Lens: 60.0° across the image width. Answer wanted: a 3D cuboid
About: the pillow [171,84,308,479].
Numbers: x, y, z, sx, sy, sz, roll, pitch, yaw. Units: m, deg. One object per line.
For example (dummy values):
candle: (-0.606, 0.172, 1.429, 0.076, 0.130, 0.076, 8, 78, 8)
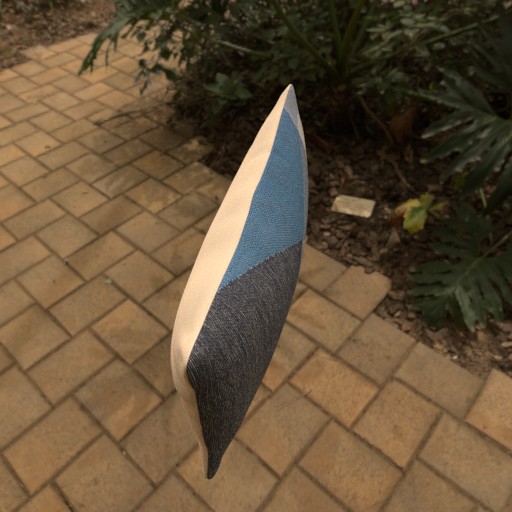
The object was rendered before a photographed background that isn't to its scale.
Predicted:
pillow: (0.000, 0.000, 0.717, 0.148, 0.307, 0.604, 9, 47, 9)
